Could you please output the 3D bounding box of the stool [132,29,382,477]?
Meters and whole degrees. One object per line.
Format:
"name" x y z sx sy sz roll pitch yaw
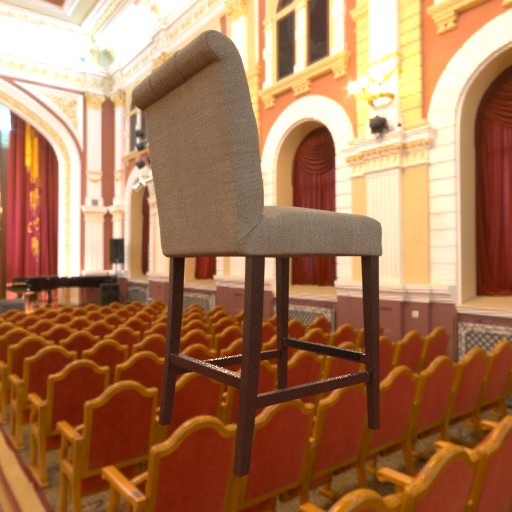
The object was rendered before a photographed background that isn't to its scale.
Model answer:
"stool" 0.000 0.000 1.399 0.660 1.084 0.486 1 -1 -37
